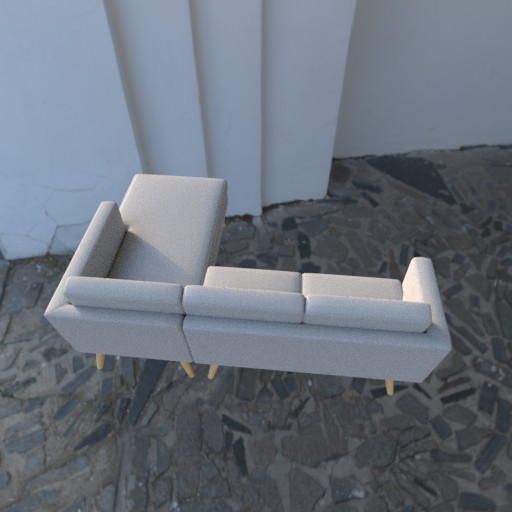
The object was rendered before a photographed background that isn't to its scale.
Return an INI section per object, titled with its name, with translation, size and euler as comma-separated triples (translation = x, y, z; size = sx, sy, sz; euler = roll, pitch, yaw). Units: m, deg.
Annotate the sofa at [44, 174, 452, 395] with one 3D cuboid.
[sofa]
translation = 0.000, 0.000, 2.874
size = 2.040, 0.860, 1.530
euler = 4, 47, 4
